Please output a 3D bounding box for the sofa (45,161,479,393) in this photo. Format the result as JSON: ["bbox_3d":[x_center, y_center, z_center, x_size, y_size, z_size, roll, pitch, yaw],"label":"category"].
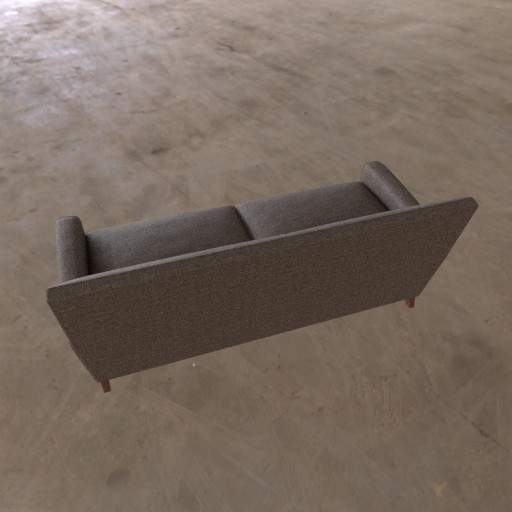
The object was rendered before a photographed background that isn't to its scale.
[{"bbox_3d":[0.000,0.000,2.411,1.976,0.846,0.875,-13,43,-14],"label":"sofa"}]
